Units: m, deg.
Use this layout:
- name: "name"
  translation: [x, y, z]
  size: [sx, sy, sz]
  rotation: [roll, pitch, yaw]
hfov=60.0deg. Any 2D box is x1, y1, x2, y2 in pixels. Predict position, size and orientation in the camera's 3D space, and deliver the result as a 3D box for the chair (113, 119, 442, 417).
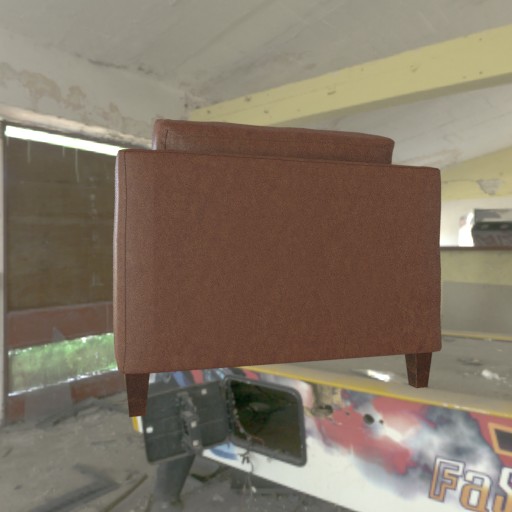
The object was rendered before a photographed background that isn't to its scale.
- name: "chair"
  translation: [0.000, 0.000, 1.822]
  size: [1.107, 0.917, 0.959]
  rotation: [0, 0, -17]
